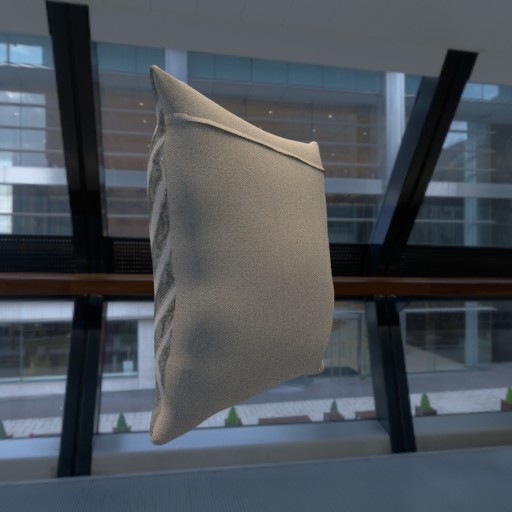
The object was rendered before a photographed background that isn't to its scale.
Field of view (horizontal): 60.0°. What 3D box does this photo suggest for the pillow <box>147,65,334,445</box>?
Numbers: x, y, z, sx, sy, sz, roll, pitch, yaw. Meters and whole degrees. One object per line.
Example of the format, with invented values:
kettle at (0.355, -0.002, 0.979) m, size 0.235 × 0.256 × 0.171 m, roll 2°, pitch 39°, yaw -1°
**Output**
pillow at (0.000, 0.000, 0.678) m, size 0.182 × 0.441 × 0.440 m, roll 0°, pitch -1°, yaw 33°
